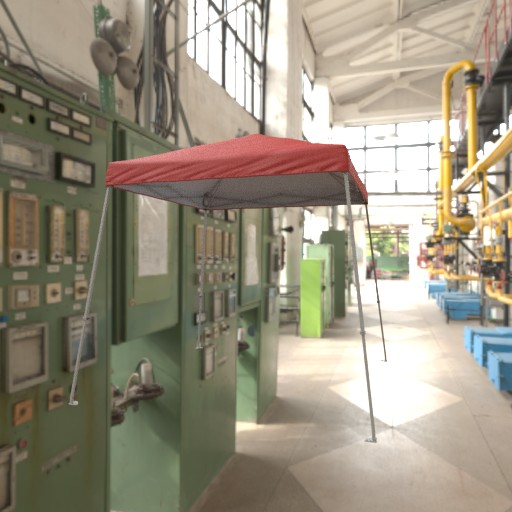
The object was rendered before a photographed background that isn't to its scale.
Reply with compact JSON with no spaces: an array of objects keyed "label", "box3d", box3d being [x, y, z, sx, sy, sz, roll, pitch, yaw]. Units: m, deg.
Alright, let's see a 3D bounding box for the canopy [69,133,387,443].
[{"label":"canopy","box3d":[0.000,0.000,6.519,3.600,3.600,3.599,0,0,18]}]
